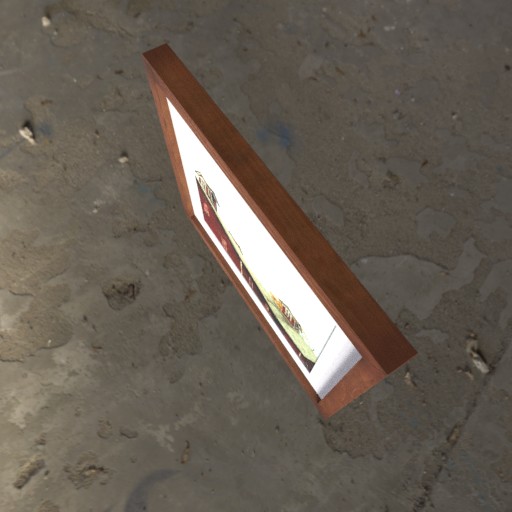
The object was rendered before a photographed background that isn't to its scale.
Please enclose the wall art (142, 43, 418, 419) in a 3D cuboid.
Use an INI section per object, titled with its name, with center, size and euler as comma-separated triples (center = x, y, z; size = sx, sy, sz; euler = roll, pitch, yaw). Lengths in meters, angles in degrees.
[wall art]
center = 0.000, 0.000, 0.550
size = 0.030, 0.328, 0.401
euler = -30, 68, -14
